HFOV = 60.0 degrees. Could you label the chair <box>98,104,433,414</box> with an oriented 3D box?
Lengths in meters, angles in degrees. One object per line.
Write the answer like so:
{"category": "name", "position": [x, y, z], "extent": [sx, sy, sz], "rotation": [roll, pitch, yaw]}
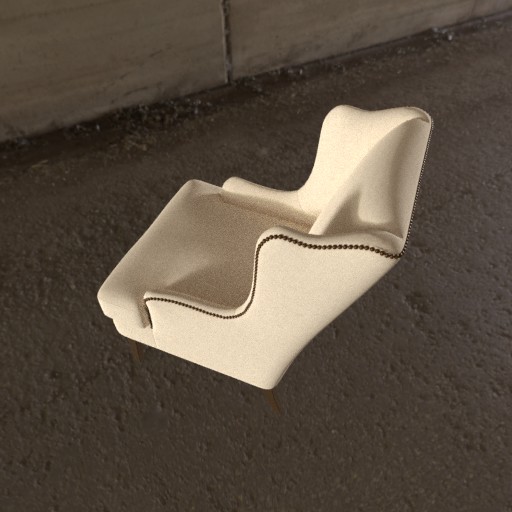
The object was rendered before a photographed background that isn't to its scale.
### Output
{"category": "chair", "position": [0.000, 0.000, 1.630], "extent": [0.940, 1.029, 0.737], "rotation": [16, 48, 14]}
